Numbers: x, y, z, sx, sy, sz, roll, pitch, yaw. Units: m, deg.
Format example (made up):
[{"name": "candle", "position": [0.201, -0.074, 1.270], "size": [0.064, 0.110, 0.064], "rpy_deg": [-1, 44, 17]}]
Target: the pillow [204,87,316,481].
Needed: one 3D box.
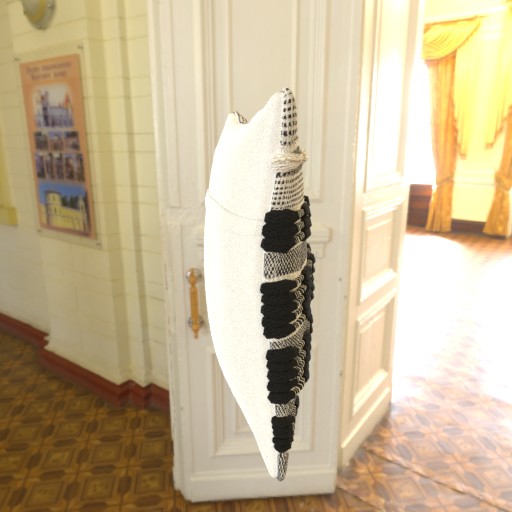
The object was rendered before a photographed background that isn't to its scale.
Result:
[{"name": "pillow", "position": [0.000, 0.000, 0.669], "size": [0.156, 0.438, 0.436], "rpy_deg": [-2, 16, -9]}]
